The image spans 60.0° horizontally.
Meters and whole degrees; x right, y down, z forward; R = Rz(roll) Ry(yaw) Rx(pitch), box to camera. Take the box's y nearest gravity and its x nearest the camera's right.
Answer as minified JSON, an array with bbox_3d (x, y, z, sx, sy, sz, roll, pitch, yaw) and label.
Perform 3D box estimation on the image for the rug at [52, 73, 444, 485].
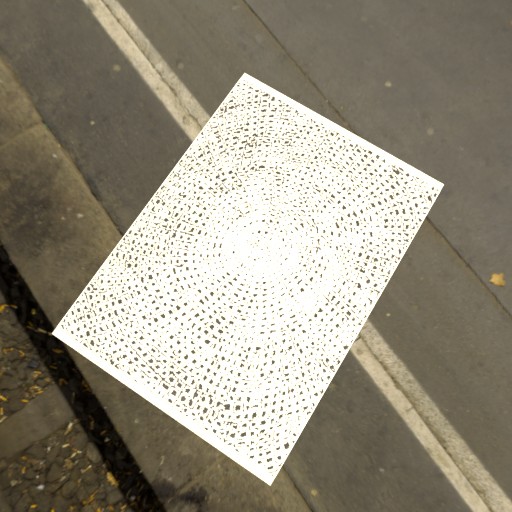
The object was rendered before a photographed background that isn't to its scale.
[{"bbox_3d":[0.000,0.000,2.130,1.190,0.003,1.634,32,78,7],"label":"rug"}]
